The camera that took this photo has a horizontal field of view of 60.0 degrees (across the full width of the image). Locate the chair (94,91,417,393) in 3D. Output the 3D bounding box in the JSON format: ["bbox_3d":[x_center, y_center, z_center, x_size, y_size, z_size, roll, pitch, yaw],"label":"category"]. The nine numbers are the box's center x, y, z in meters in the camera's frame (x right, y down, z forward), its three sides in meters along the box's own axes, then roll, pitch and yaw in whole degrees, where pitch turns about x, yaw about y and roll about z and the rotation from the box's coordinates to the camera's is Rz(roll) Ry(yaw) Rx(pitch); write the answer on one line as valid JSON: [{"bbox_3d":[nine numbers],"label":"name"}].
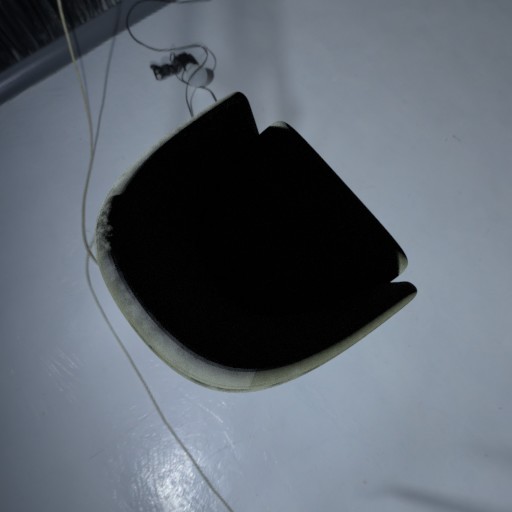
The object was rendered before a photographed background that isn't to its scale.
[{"bbox_3d":[0.000,0.000,1.401,0.767,0.698,0.773,-38,79,-9],"label":"chair"}]
